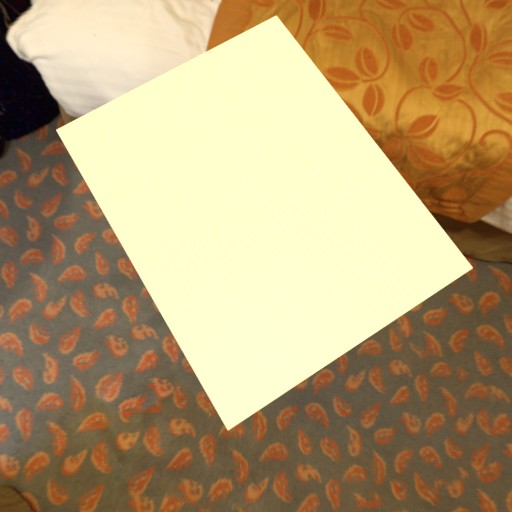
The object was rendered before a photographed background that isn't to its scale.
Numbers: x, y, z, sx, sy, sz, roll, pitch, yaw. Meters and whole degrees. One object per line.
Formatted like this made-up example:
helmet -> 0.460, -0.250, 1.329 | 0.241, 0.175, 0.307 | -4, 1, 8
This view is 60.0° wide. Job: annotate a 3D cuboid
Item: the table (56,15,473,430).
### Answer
table -> 0.000, 0.000, 0.919 | 0.381, 0.635, 0.480 | -31, 77, -8
